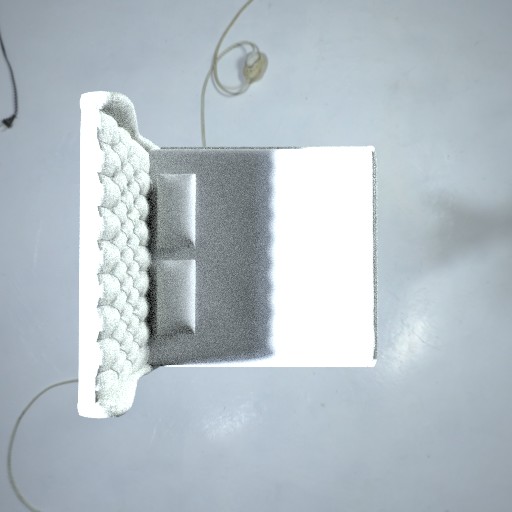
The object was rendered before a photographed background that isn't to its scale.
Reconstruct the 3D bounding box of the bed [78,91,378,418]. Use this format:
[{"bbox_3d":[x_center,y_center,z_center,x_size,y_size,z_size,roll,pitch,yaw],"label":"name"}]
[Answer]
[{"bbox_3d":[0.000,0.000,3.782,2.347,1.771,2.219,0,89,0],"label":"bed"}]
